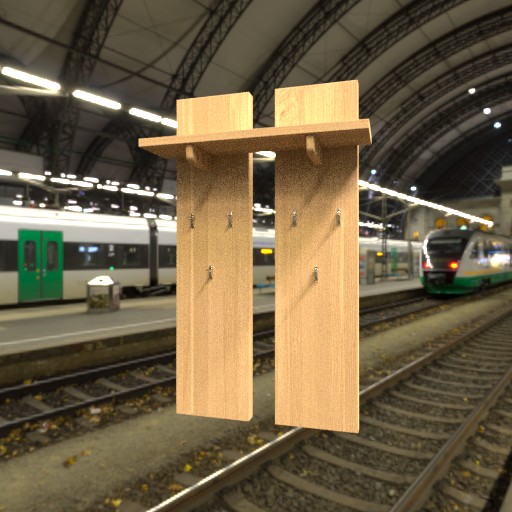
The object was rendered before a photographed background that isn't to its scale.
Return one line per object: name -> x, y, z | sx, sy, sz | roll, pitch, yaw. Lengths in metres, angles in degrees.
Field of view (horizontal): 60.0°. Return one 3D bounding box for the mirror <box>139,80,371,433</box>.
mirror -> 0.000, 0.000, 1.595 | 0.800, 1.250, 0.260 | 0, 0, 17
